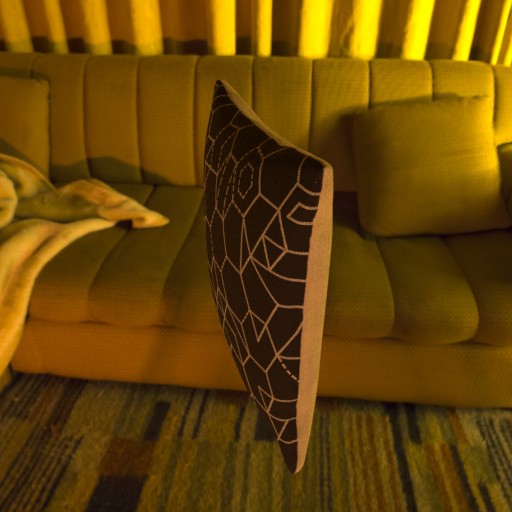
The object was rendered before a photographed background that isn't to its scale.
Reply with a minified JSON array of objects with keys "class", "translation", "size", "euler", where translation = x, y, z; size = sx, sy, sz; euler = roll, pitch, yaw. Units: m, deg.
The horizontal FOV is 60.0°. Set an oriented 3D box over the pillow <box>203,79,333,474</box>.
[{"class":"pillow","translation":[0.000,0.000,0.779],"size":[0.158,0.508,0.517],"euler":[-8,32,-14]}]
